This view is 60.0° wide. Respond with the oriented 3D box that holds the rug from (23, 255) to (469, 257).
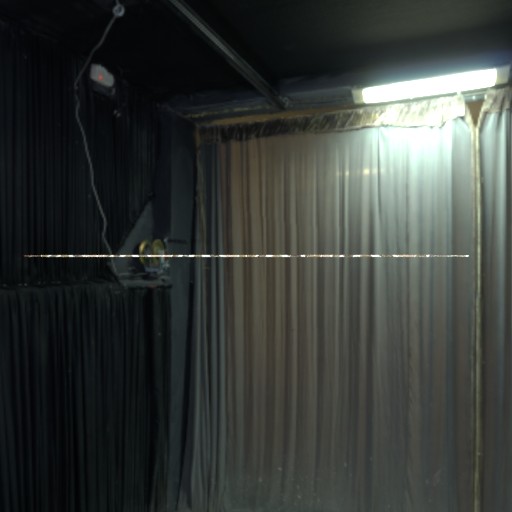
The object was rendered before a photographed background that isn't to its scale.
[{"bbox_3d":[0.000,0.000,2.258,1.829,0.008,1.219,0,0,18],"label":"rug"}]
